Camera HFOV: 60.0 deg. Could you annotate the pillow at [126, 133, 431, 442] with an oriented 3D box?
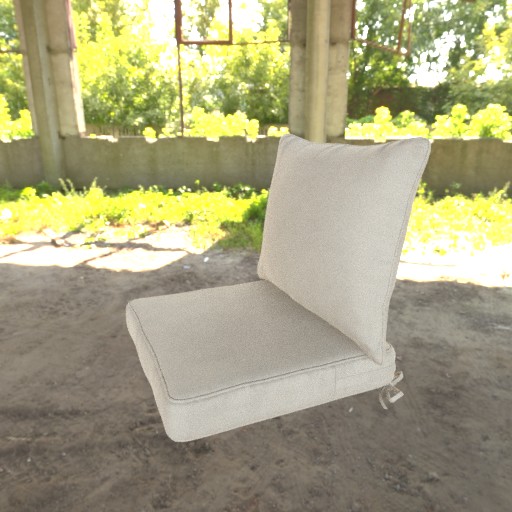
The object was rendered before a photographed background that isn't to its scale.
[{"bbox_3d":[0.000,0.000,1.359,0.733,0.716,0.798,-7,18,-23],"label":"pillow"}]
